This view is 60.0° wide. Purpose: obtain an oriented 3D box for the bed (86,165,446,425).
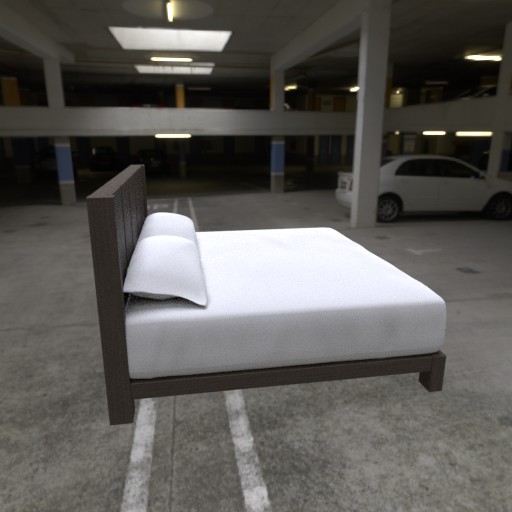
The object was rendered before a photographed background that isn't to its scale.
[{"bbox_3d":[0.000,0.000,3.464,2.012,1.270,2.134,-3,16,-9],"label":"bed"}]
